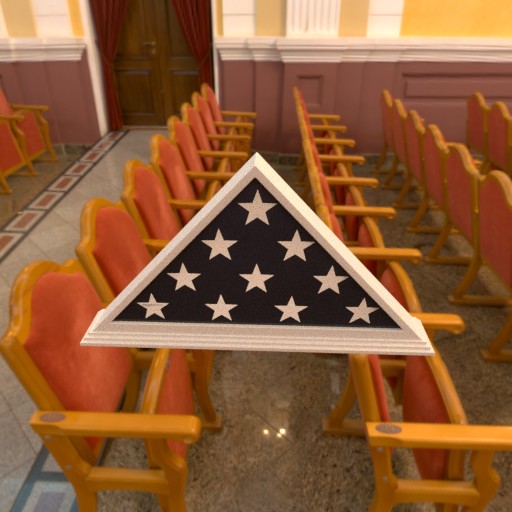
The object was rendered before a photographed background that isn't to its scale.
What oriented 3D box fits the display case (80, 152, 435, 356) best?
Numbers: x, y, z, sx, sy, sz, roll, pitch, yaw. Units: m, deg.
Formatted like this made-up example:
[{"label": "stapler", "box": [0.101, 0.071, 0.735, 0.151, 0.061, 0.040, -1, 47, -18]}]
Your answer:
[{"label": "display case", "box": [0.000, 0.000, 0.757, 0.640, 0.340, 0.095, 1, 30, 2]}]
